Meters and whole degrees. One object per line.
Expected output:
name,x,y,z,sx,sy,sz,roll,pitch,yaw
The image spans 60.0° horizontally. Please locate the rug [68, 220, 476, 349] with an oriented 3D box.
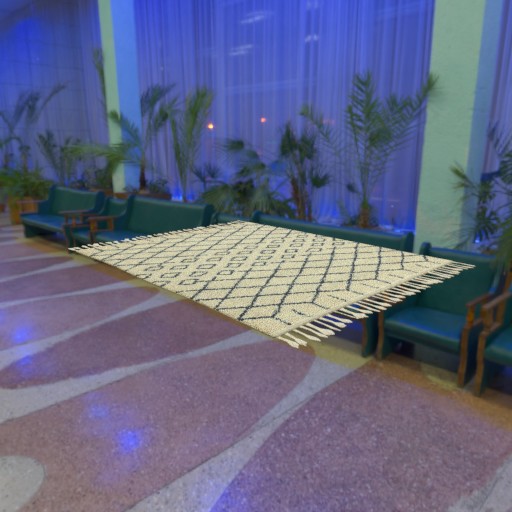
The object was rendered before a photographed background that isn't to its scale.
rug,0.000,0.000,4.291,2.388,0.030,3.213,-13,20,-42
